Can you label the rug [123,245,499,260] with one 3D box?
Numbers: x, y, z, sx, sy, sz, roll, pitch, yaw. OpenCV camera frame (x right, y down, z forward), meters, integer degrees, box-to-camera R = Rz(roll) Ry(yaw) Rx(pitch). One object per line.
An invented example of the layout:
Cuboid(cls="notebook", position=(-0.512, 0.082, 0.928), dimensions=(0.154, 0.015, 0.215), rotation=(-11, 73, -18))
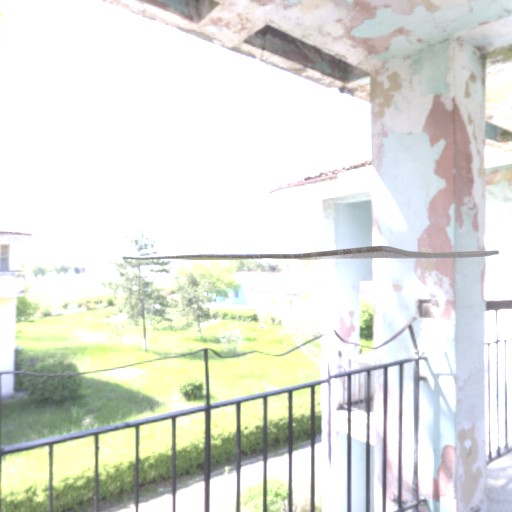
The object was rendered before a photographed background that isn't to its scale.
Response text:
Cuboid(cls="rug", position=(0.000, 0.000, 2.630), dimensions=(0.752, 0.051, 2.452), rotation=(0, -1, -36))
